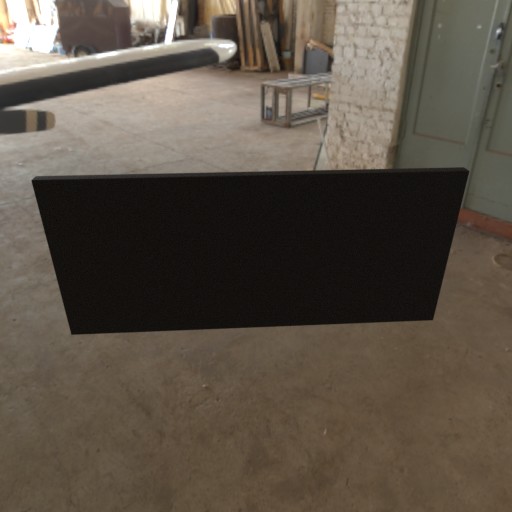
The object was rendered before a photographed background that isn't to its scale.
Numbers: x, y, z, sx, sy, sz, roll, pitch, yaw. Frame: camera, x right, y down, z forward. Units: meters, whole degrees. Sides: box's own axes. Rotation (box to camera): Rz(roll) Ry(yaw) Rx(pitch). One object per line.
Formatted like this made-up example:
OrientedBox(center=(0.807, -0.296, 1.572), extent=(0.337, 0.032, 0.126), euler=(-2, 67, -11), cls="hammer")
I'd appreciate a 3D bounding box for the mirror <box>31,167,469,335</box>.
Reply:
OrientedBox(center=(0.000, 0.000, 1.787), extent=(1.584, 0.692, 0.047), euler=(-2, 29, -3), cls="mirror")
